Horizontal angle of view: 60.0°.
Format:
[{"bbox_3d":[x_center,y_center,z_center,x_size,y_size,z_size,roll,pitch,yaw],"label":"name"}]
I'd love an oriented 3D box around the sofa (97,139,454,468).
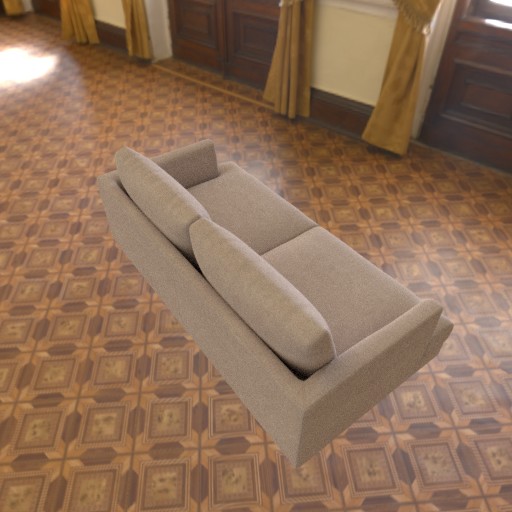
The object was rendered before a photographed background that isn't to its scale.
[{"bbox_3d":[0.000,0.000,2.517,1.020,0.868,1.948,-27,49,-26],"label":"sofa"}]
